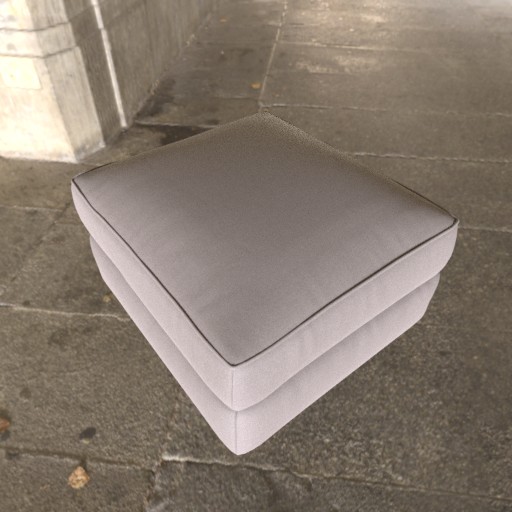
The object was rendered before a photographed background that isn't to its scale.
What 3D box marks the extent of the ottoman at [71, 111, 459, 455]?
[{"bbox_3d":[0.000,0.000,1.150,0.662,0.505,0.721,-28,50,-27],"label":"ottoman"}]
